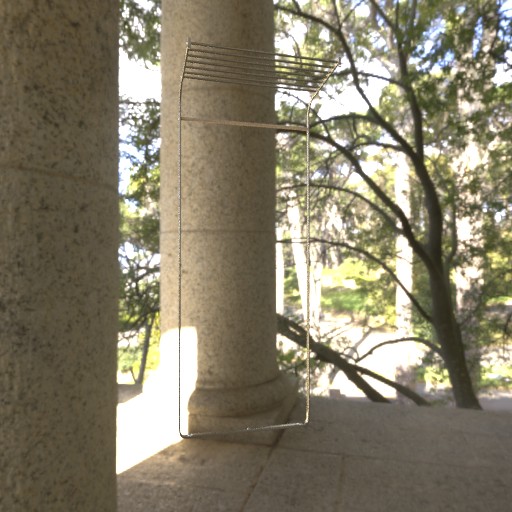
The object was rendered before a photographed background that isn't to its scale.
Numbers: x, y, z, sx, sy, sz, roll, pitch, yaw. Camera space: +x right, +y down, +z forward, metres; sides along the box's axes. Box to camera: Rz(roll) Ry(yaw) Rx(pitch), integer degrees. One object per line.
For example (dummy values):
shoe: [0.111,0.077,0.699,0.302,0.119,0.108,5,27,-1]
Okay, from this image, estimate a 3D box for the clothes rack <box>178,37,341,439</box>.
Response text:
clothes rack: [0.000,0.000,1.838,0.609,1.574,0.349,0,-1,-15]
